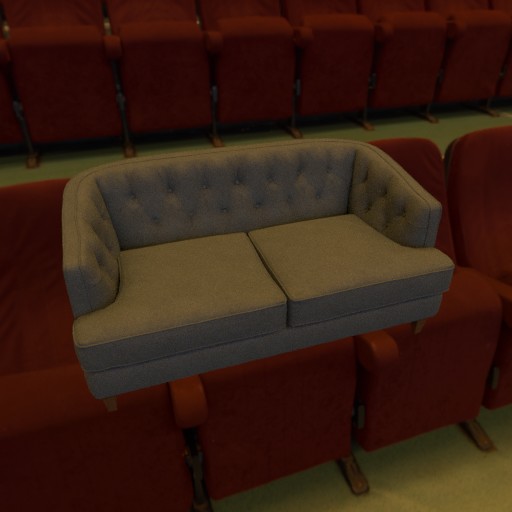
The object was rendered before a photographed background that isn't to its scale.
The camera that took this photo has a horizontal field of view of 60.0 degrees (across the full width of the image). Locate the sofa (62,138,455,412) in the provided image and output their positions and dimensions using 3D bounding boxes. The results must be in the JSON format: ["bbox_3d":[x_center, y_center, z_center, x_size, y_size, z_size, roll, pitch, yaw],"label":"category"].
[{"bbox_3d":[0.000,0.000,2.237,1.733,0.855,0.941,-10,34,-16],"label":"sofa"}]
